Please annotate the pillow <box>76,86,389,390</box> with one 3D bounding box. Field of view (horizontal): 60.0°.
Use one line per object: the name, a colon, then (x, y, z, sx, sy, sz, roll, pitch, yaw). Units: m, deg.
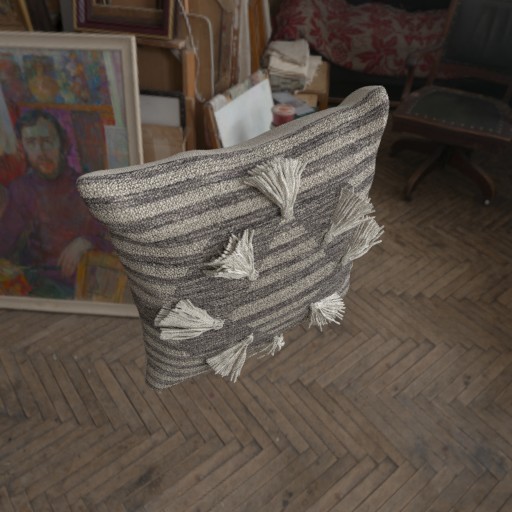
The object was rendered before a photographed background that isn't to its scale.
pillow: (0.000, 0.000, 0.766, 0.484, 0.490, 0.234, -24, 50, -21)
